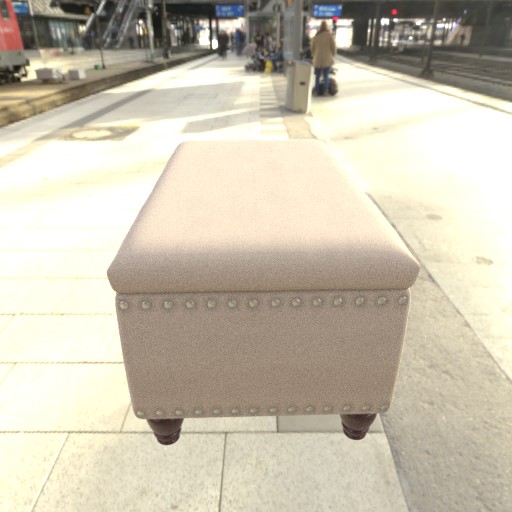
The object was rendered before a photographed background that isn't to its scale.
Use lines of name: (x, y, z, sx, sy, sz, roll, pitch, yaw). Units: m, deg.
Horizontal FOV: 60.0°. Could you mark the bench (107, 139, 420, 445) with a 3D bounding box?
bench: (0.000, 0.000, 1.177, 0.500, 0.449, 0.887, -1, 26, -2)
